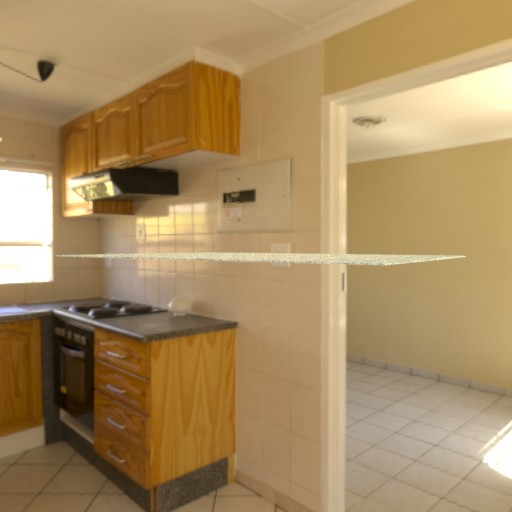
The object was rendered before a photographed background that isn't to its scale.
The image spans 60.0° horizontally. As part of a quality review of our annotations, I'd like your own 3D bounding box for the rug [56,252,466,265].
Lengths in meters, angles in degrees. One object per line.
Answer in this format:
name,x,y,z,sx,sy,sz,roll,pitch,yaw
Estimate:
rug,0.000,0.000,2.255,1.752,0.006,1.142,1,2,36
